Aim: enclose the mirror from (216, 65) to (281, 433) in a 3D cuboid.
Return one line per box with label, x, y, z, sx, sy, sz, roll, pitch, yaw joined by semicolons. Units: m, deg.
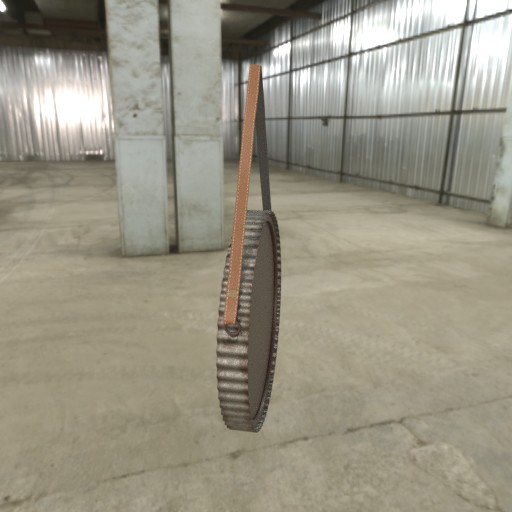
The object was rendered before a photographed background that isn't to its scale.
mirror;0.000;0.000;0.710;0.042;0.568;0.355;3;16;10
